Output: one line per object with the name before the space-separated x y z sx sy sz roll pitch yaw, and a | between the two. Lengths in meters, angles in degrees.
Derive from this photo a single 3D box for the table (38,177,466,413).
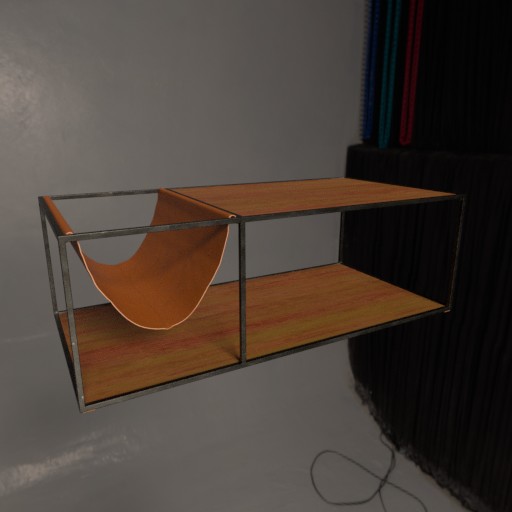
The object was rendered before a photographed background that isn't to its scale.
table | 0.000 0.000 1.438 1.199 0.403 0.597 -9 18 -27
